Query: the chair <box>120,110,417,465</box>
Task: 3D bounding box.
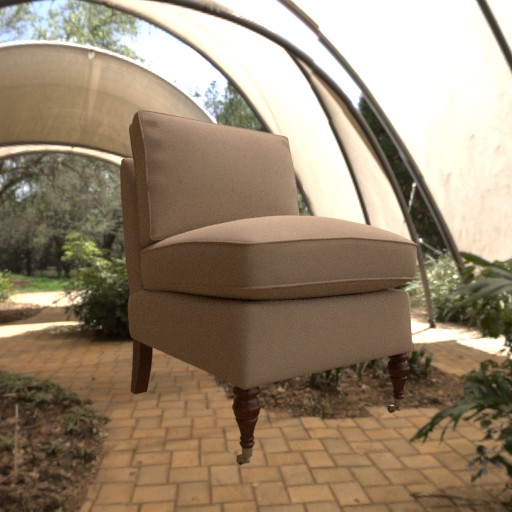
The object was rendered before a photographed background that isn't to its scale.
[{"bbox_3d":[0.000,0.000,1.598,0.724,1.052,0.912,-1,1,-36],"label":"chair"}]
